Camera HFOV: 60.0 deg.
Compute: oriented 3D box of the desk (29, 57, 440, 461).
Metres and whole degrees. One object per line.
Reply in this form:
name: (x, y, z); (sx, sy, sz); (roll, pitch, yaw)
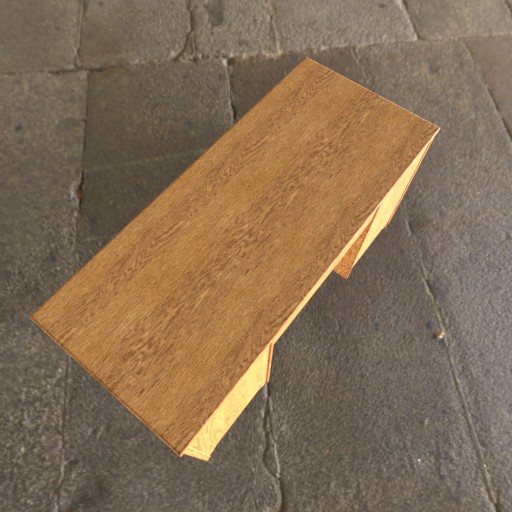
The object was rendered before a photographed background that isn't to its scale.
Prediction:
desk: (0.000, 0.000, 1.971); (0.685, 0.751, 1.567); (35, 69, 16)
